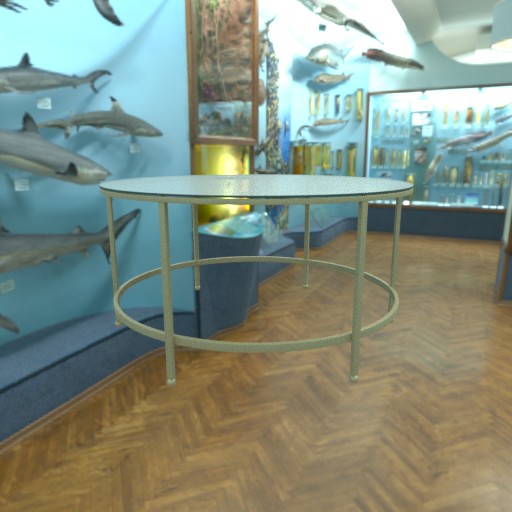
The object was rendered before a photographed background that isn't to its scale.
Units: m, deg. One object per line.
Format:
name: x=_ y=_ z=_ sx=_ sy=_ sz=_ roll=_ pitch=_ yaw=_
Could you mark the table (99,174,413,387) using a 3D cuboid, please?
table: x=0.000 y=0.000 z=1.416 sx=0.914 sy=0.470 sz=0.914 roll=0 pitch=13 yaw=0
